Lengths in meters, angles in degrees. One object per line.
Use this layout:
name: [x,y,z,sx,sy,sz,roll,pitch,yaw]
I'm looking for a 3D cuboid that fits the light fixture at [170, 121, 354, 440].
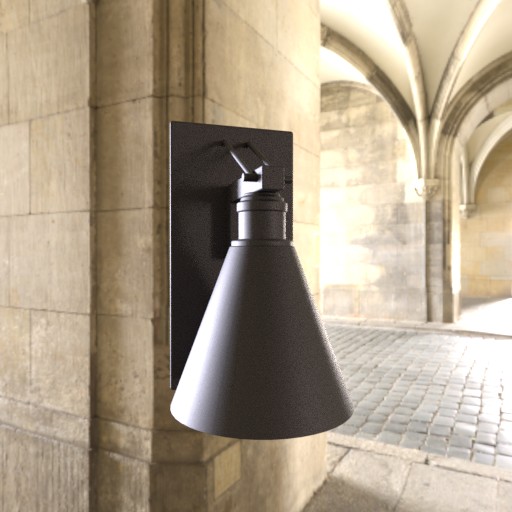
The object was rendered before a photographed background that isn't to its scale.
light fixture: [0.000,0.000,0.436,0.170,0.298,0.207,0,0,-18]
